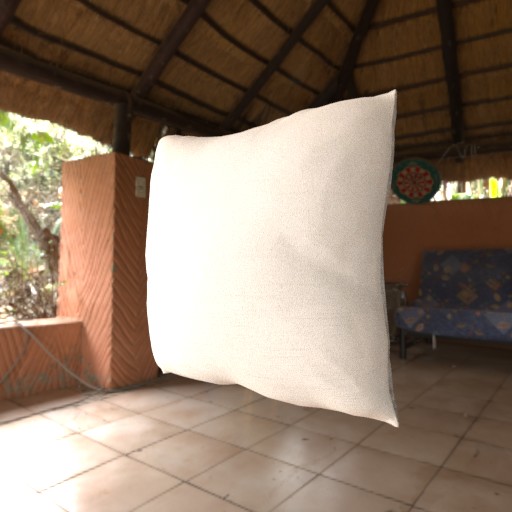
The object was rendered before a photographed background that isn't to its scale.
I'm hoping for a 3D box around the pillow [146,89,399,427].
[{"bbox_3d":[0.000,0.000,0.704,0.450,0.448,0.245,0,-1,36],"label":"pillow"}]
